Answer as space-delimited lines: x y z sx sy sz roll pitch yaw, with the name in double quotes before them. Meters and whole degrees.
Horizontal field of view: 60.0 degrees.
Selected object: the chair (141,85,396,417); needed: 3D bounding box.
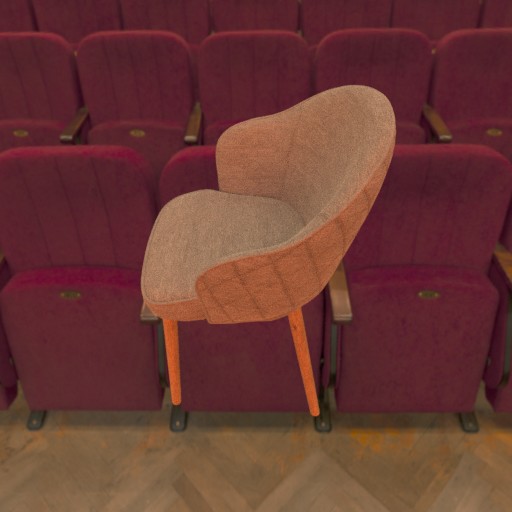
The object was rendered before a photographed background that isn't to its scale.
"chair" 0.000 0.000 1.124 0.530 0.800 0.540 0 42 0
